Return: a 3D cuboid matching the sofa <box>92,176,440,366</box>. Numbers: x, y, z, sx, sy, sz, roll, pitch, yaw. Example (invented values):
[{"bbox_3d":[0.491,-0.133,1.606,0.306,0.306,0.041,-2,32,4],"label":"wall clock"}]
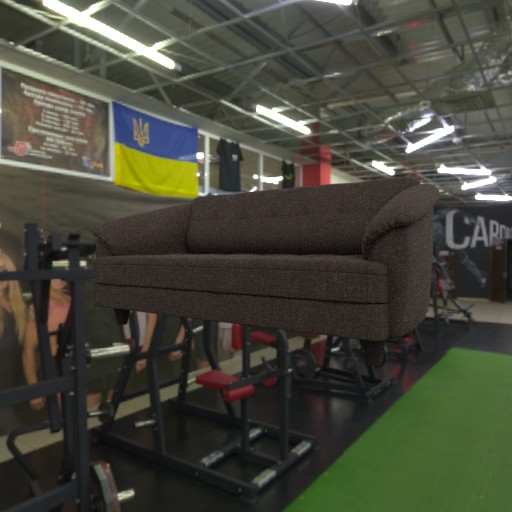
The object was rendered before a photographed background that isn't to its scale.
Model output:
[{"bbox_3d":[0.000,0.000,2.322,1.849,0.790,0.887,1,1,36],"label":"sofa"}]
